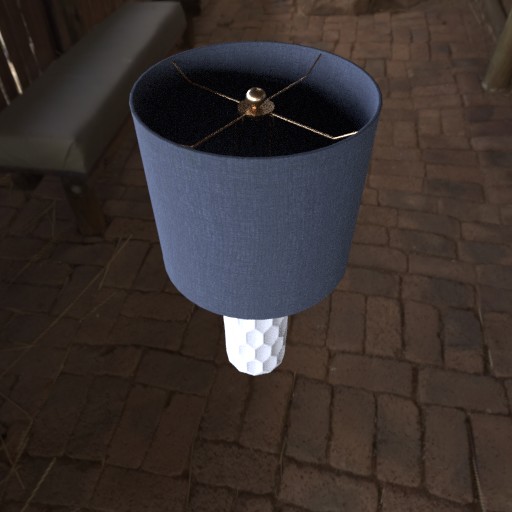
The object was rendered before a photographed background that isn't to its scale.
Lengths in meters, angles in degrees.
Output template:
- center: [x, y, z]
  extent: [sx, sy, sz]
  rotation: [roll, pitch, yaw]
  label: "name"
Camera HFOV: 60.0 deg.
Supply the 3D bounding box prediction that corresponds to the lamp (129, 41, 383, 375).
- center: [0.000, 0.000, 0.686]
  extent: [0.277, 0.537, 0.277]
  rotation: [-9, 47, -9]
  label: "lamp"
